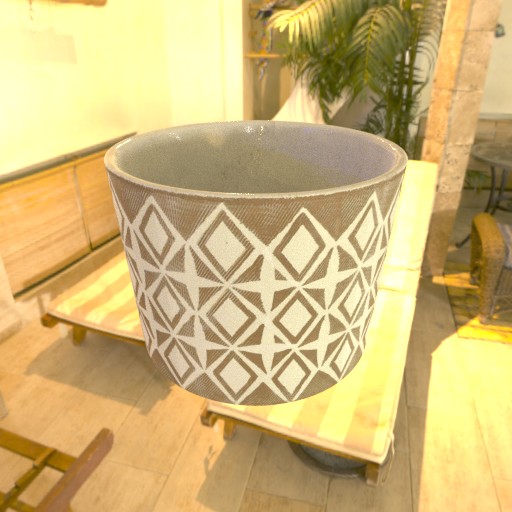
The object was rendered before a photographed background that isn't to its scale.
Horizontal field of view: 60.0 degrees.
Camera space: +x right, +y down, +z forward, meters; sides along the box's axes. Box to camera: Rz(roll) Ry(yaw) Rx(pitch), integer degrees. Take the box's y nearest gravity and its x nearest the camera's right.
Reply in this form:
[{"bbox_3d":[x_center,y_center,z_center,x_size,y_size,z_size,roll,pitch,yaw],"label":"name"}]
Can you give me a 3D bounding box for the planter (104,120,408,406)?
[{"bbox_3d":[0.000,0.000,0.446,0.260,0.220,0.260,0,27,0],"label":"planter"}]
